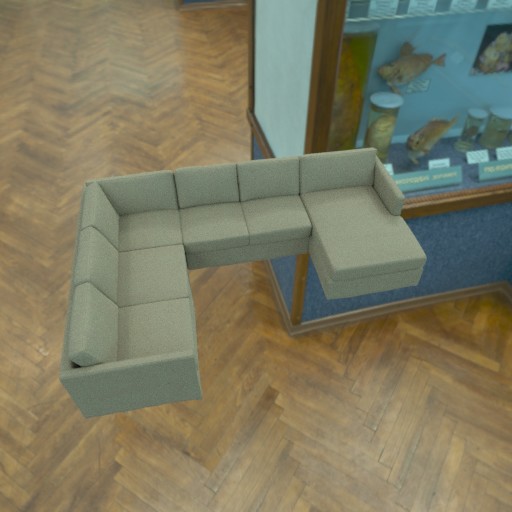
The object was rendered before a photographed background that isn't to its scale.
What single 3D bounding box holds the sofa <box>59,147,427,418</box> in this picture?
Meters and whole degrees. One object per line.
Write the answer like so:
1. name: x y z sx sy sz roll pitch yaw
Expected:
1. sofa: 0.000 0.000 4.506 3.460 0.882 2.427 -8 47 -8
